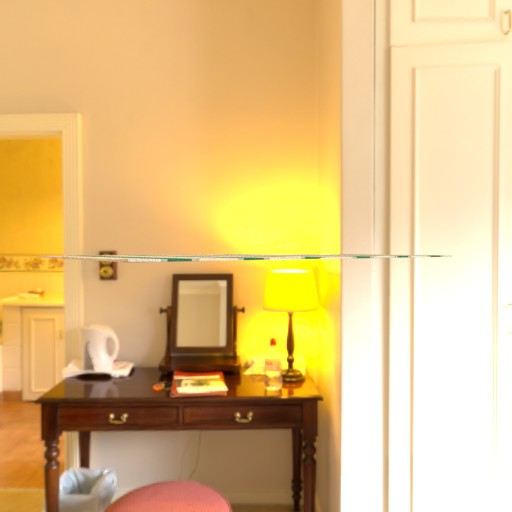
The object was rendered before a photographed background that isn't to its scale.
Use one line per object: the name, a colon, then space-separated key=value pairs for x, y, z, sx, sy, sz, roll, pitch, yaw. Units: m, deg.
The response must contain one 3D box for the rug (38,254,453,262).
rug: x=0.000 y=0.000 z=3.052 sx=2.436 sy=0.015 sz=1.521 roll=-1 pitch=1 yaw=-38
